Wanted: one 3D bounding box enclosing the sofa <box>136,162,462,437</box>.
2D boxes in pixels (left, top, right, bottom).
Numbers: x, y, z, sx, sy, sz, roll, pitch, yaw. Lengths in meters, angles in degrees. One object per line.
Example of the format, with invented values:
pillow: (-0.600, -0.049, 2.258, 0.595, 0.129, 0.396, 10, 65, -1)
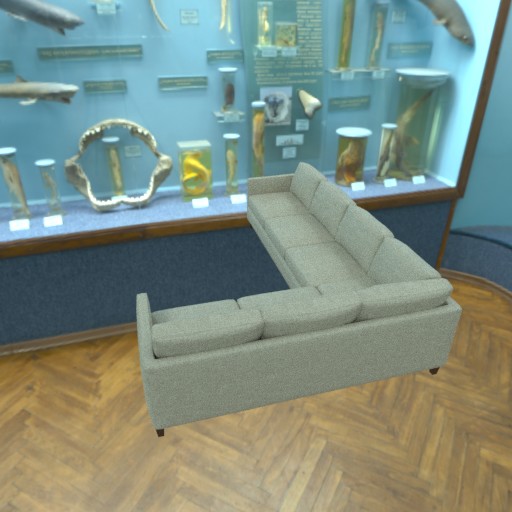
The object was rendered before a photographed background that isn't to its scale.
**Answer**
sofa: (0.000, 0.000, 4.685, 2.522, 0.934, 3.333, -8, 31, -13)
